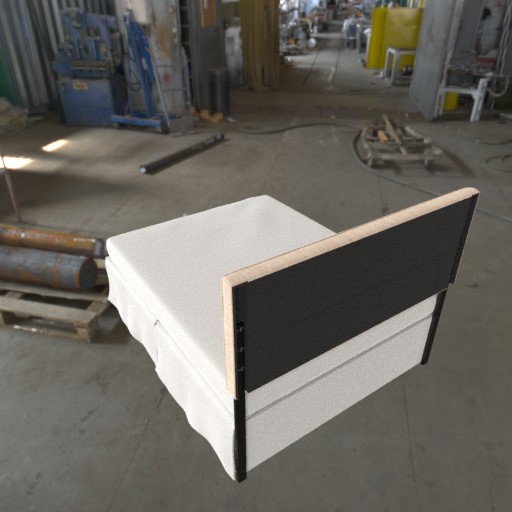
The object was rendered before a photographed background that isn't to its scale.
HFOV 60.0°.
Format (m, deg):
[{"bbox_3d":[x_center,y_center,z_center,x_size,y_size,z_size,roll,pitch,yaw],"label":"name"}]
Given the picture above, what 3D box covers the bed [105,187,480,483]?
[{"bbox_3d":[0.000,0.000,3.023,1.643,1.270,1.978,-19,36,-29],"label":"bed"}]
